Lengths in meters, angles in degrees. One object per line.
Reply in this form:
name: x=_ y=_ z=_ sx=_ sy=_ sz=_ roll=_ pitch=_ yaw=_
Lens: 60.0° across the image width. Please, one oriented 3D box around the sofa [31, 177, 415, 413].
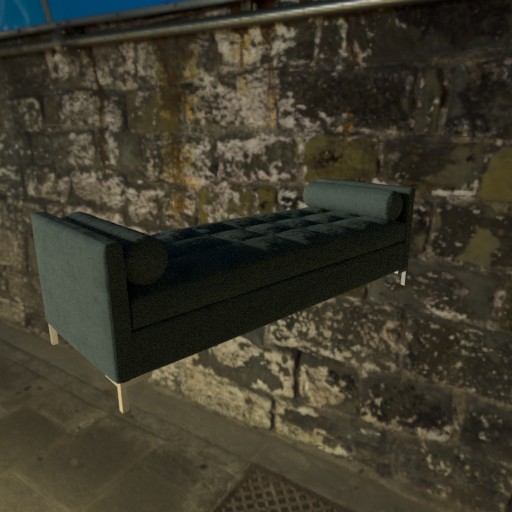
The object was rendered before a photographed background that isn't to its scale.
sofa: x=0.000 y=0.000 z=2.498 sx=2.102 sy=0.657 sz=0.797 roll=-15 pitch=22 yaw=-41
